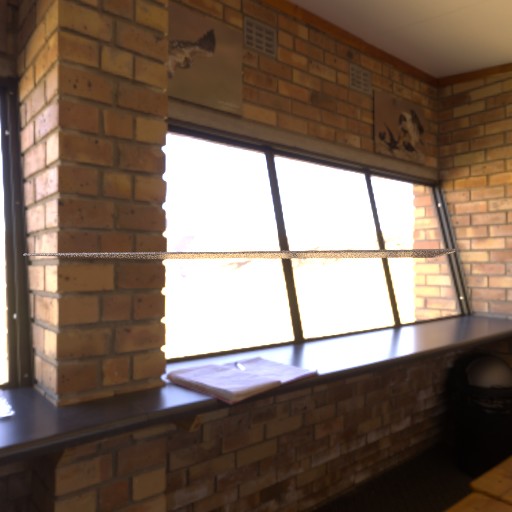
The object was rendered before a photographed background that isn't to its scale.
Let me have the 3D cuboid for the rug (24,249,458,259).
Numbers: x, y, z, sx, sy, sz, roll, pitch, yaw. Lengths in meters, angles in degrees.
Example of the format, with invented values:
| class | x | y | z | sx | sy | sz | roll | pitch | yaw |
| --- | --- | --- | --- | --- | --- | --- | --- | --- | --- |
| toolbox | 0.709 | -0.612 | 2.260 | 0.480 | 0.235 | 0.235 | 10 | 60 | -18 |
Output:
| class | x | y | z | sx | sy | sz | roll | pitch | yaw |
| --- | --- | --- | --- | --- | --- | --- | --- | --- | --- |
| rug | 0.000 | 0.000 | 3.684 | 2.878 | 0.014 | 2.005 | 0 | -1 | 19 |
